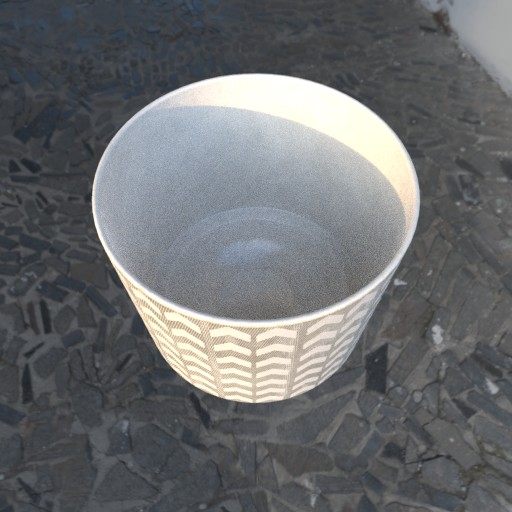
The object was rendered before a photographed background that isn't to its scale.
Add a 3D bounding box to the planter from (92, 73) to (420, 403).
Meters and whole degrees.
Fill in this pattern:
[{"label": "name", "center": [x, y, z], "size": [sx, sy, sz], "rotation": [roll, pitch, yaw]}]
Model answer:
[{"label": "planter", "center": [0.000, 0.000, 0.337], "size": [0.190, 0.181, 0.190], "rotation": [0, 58, 0]}]
